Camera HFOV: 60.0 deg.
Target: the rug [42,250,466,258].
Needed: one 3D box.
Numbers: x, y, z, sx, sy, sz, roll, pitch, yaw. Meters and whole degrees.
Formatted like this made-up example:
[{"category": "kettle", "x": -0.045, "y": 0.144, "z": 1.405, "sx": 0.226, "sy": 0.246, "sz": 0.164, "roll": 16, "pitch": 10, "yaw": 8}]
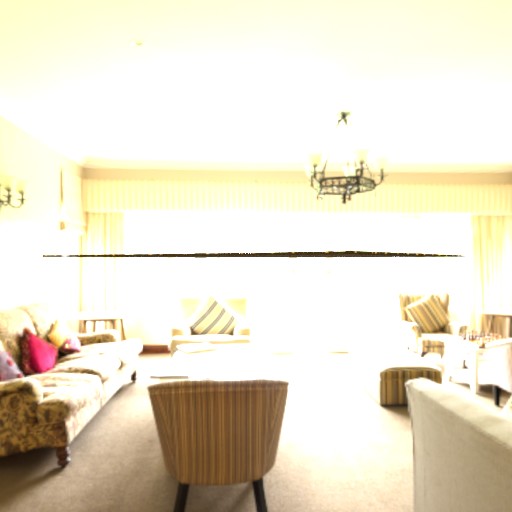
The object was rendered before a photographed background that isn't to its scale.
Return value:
[{"category": "rug", "x": 0.000, "y": 0.000, "z": 4.054, "sx": 3.047, "sy": 0.022, "sz": 2.439, "roll": 0, "pitch": -1, "yaw": 38}]
